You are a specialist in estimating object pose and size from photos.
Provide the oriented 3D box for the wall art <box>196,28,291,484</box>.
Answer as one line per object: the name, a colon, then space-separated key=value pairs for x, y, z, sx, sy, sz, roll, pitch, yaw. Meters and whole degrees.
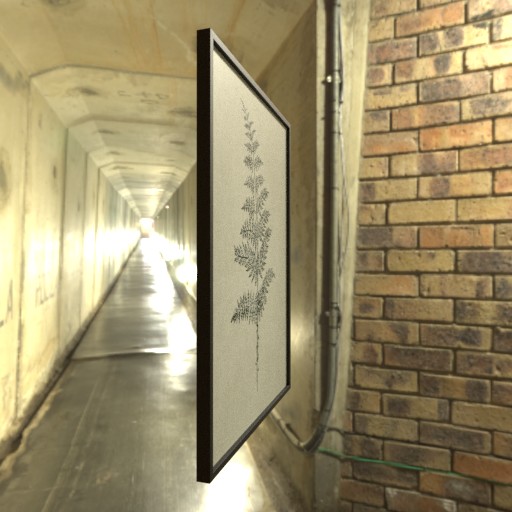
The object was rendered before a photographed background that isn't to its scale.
wall art: x=0.000 y=0.000 z=1.426 sx=0.036 sy=1.070 sz=0.802 roll=0 pitch=0 yaw=18
